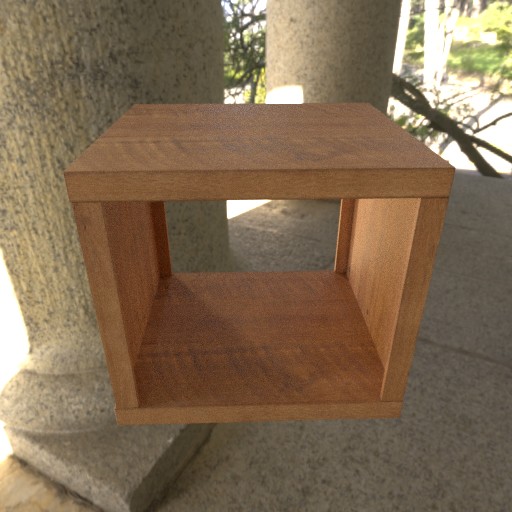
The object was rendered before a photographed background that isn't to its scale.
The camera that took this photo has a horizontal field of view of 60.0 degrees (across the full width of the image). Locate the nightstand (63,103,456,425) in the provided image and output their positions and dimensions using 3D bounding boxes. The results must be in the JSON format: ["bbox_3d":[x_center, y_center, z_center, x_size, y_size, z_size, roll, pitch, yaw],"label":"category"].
[{"bbox_3d":[0.000,0.000,0.860,0.493,0.491,0.436,-1,29,-2],"label":"nightstand"}]
